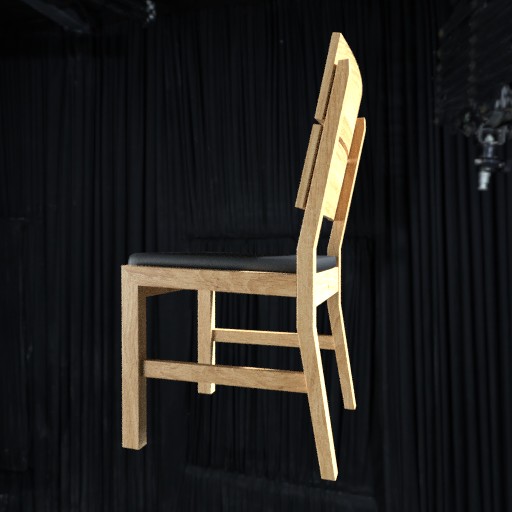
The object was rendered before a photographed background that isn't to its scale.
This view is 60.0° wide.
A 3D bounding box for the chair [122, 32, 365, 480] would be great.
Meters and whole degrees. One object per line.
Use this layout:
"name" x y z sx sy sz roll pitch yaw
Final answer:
"chair" 0.000 0.000 1.241 0.569 0.950 0.475 0 1 18
